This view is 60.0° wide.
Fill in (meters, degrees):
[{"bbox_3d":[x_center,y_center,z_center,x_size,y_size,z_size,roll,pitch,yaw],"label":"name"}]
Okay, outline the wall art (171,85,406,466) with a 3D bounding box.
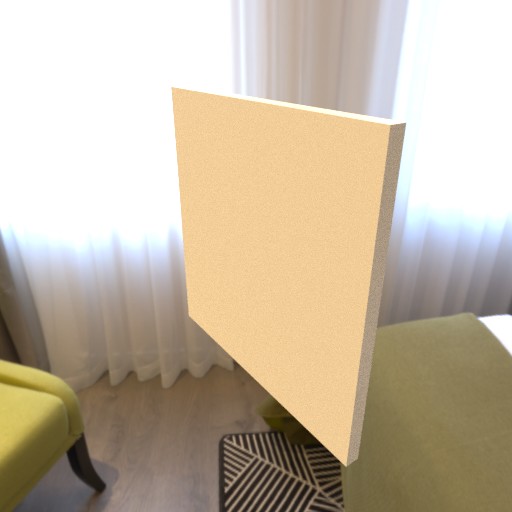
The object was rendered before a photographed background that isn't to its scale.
[{"bbox_3d":[0.000,0.000,0.833,0.028,0.559,0.559,-18,31,-32],"label":"wall art"}]
